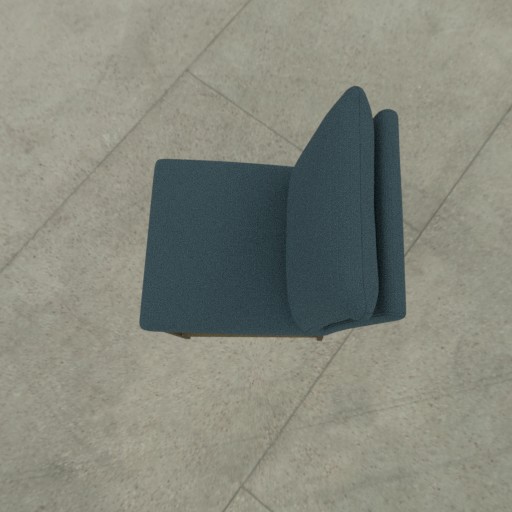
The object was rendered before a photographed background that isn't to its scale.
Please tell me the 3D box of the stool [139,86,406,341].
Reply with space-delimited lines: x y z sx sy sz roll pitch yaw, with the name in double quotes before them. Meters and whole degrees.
"stool" 0.000 0.000 1.281 0.568 1.032 0.463 2 77 1
